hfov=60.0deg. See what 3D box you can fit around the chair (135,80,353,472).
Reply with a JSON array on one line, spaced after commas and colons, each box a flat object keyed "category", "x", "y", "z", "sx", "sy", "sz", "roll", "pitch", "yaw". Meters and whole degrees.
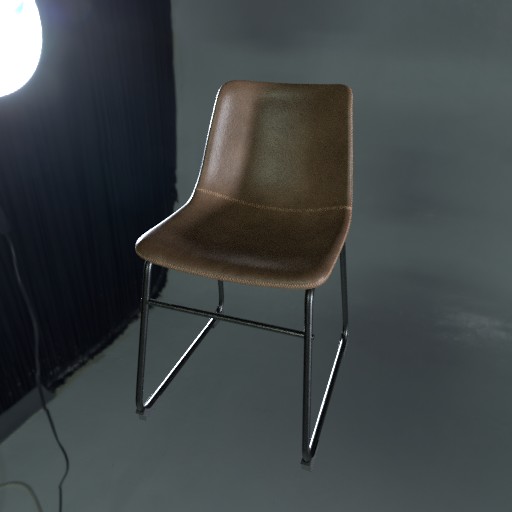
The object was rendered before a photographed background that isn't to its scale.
[{"category": "chair", "x": 0.000, "y": 0.000, "z": 1.123, "sx": 0.460, "sy": 0.780, "sz": 0.551, "roll": 9, "pitch": 29, "yaw": 18}]
